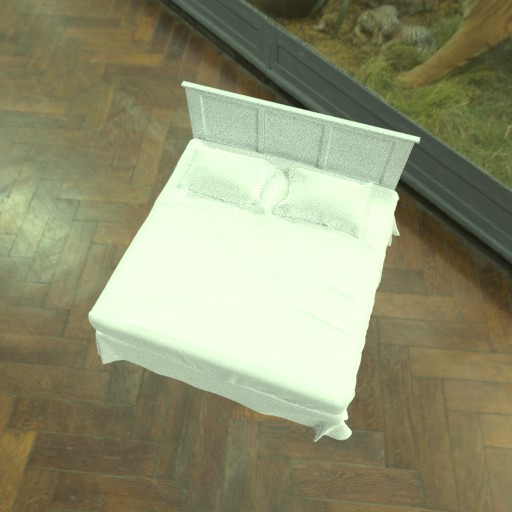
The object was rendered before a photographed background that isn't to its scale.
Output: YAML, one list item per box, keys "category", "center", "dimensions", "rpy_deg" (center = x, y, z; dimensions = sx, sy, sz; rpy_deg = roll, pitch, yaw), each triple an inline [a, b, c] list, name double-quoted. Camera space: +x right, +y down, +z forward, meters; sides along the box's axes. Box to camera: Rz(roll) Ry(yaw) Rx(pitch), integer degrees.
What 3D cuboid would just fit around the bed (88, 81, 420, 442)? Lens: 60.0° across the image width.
- category: "bed"
  center: [0.000, 0.000, 3.624]
  dimensions: [2.317, 1.273, 2.215]
  rpy_deg: [17, 61, 10]
